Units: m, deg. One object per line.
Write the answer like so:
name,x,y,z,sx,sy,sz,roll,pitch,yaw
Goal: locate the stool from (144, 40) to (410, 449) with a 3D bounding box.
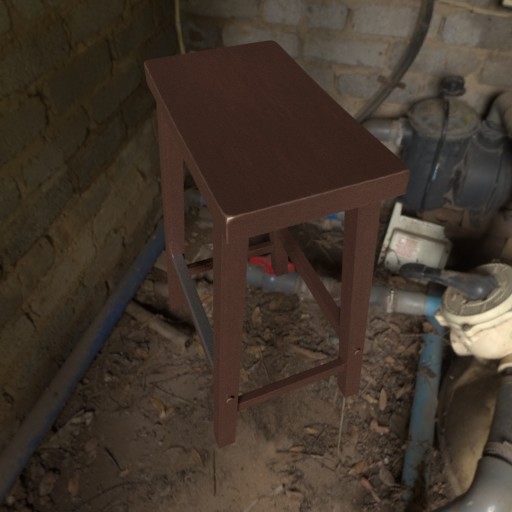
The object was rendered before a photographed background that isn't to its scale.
stool,0.000,0.000,0.836,0.322,0.610,0.406,-16,49,-15
